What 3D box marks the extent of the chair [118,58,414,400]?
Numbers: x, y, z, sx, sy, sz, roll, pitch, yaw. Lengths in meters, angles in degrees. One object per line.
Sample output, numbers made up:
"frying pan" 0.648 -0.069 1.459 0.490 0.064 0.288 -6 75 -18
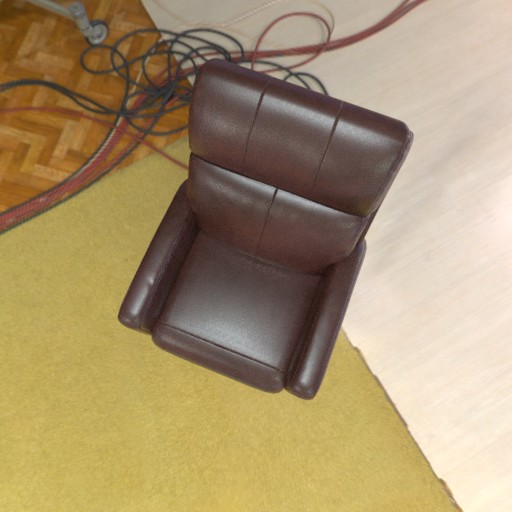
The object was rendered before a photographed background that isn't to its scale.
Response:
"chair" 0.000 0.000 1.710 0.787 1.016 0.939 21 77 5
